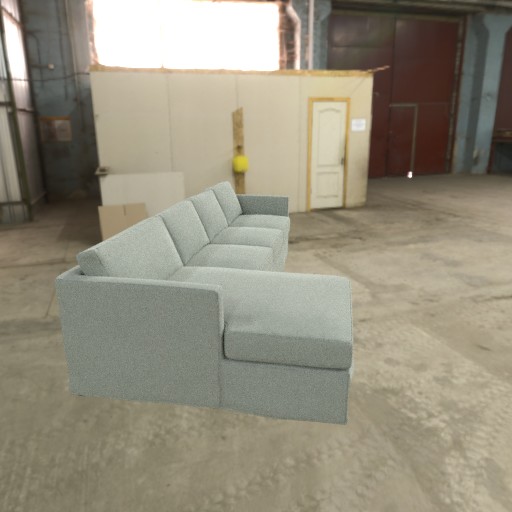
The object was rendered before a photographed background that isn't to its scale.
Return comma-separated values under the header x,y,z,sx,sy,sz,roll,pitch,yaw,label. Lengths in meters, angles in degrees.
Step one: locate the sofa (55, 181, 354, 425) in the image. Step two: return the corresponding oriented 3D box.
x,y,z,sx,sy,sz,roll,pitch,yaw,label
0.000,0.000,3.807,1.650,0.922,3.205,3,17,10,sofa
